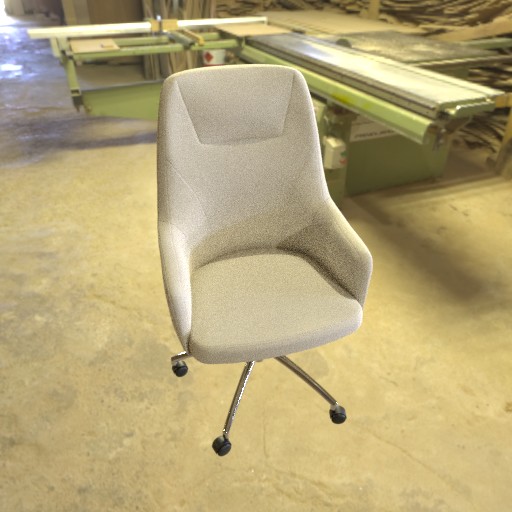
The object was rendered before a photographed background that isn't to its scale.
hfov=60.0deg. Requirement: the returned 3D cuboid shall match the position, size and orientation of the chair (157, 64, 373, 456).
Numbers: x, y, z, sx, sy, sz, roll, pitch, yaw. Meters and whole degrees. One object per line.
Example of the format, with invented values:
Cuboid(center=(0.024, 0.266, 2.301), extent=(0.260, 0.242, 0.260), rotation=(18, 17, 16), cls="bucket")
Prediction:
Cuboid(center=(0.000, 0.000, 1.417), extent=(0.620, 1.049, 0.640), rotation=(-9, 35, -14), cls="chair")
